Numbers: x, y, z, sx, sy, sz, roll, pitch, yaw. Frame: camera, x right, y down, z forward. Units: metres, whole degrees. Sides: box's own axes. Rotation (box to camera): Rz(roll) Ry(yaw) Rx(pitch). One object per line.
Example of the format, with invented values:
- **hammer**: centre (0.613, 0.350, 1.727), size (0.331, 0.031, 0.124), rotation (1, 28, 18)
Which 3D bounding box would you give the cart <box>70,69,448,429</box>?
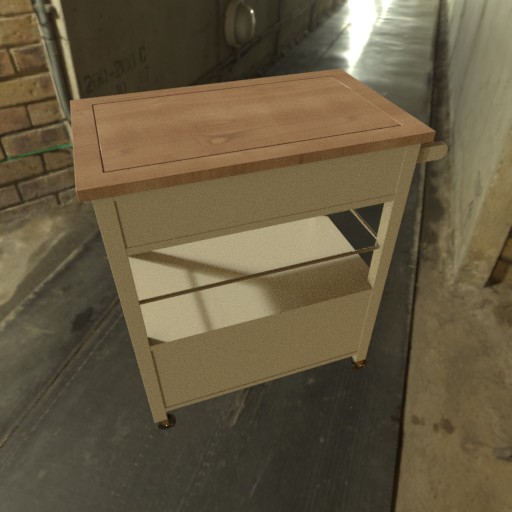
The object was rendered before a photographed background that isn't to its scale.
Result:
- **cart**: centre (0.000, 0.000, 1.353), size (0.840, 0.901, 0.459), rotation (-13, 42, -14)
